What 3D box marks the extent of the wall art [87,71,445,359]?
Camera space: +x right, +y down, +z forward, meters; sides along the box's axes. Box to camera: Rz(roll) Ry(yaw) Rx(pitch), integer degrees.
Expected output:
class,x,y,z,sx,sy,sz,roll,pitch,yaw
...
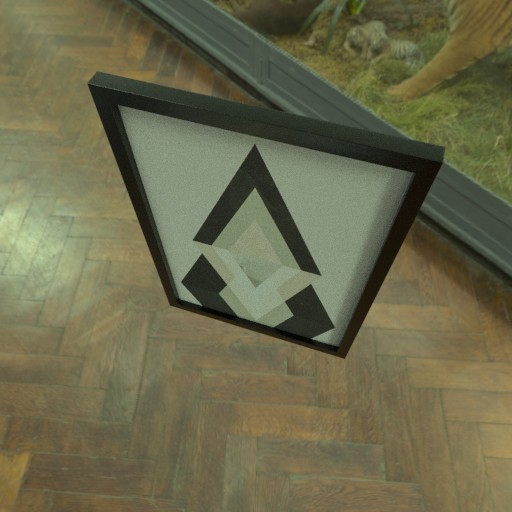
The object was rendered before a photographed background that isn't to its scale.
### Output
class,x,y,z,sx,sy,sz,roll,pitch,yaw
wall art,0.000,0.000,0.570,0.314,0.455,0.019,15,59,10
